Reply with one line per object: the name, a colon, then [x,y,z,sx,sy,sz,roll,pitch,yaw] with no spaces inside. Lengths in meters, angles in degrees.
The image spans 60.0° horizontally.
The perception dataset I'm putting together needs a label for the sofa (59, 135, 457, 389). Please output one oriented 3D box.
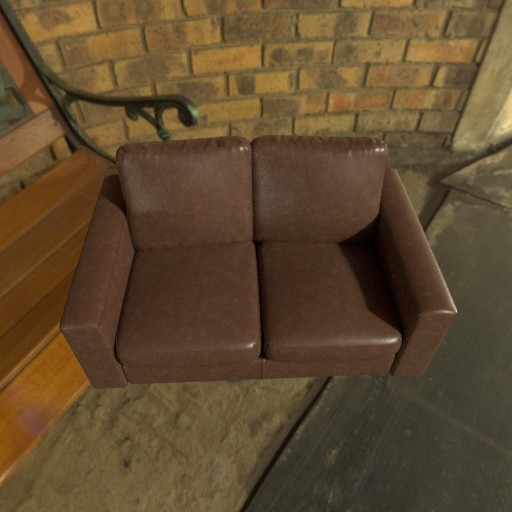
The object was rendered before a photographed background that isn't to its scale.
sofa: [0.000,0.000,2.176,1.616,0.873,1.016,-2,47,-2]
